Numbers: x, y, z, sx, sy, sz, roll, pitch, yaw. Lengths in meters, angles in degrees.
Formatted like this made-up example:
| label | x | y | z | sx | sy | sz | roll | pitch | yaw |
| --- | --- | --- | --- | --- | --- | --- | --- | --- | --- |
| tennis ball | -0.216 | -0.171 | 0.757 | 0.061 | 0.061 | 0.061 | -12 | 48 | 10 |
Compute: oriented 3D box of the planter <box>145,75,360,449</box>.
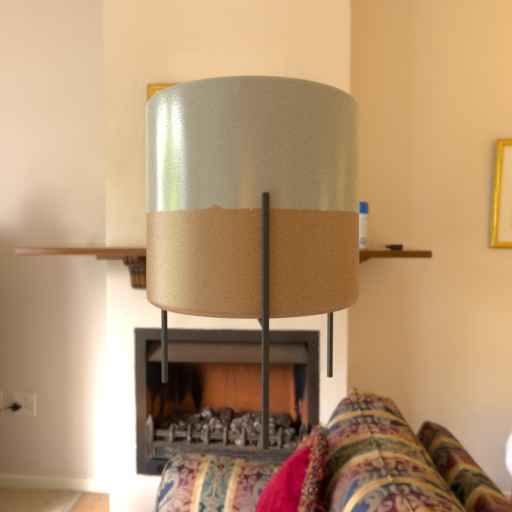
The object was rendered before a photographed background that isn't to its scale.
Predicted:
| label | x | y | z | sx | sy | sz | roll | pitch | yaw |
| --- | --- | --- | --- | --- | --- | --- | --- | --- | --- |
| planter | 0.000 | 0.000 | 0.746 | 0.360 | 0.480 | 0.348 | -2 | 3 | -36 |
